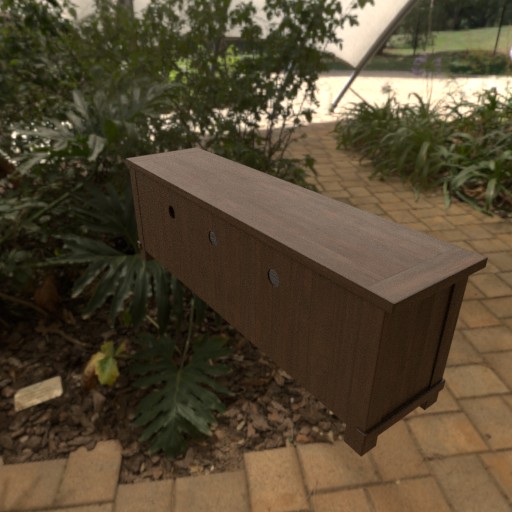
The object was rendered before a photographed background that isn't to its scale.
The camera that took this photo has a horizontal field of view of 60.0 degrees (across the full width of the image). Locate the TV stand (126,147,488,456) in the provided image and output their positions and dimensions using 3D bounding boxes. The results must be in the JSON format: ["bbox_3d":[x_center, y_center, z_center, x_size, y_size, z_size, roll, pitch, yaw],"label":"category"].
[{"bbox_3d":[0.000,0.000,2.089,0.471,0.615,1.866,-18,32,-32],"label":"TV stand"}]
